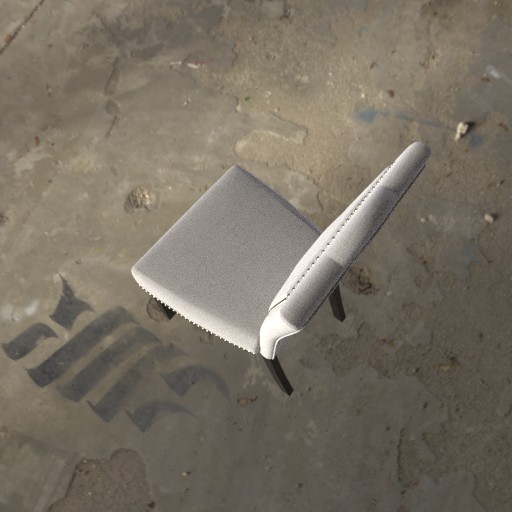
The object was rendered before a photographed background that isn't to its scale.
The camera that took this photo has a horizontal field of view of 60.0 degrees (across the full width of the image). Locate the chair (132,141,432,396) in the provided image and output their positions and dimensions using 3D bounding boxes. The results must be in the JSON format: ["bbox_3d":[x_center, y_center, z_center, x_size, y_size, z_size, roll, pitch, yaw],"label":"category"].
[{"bbox_3d":[0.000,0.000,1.304,0.589,0.946,0.518,35,69,16],"label":"chair"}]
